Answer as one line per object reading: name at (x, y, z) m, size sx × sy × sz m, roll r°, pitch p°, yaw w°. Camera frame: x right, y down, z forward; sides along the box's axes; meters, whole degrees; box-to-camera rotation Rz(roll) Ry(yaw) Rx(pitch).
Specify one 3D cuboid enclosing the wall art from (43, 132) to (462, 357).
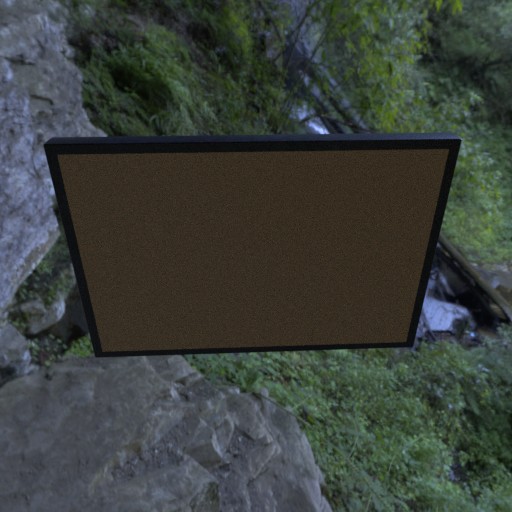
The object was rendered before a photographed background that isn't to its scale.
wall art at (0.000, 0.000, 0.762) m, size 0.610 × 0.409 × 0.038 m, roll -1°, pitch 30°, yaw -2°
